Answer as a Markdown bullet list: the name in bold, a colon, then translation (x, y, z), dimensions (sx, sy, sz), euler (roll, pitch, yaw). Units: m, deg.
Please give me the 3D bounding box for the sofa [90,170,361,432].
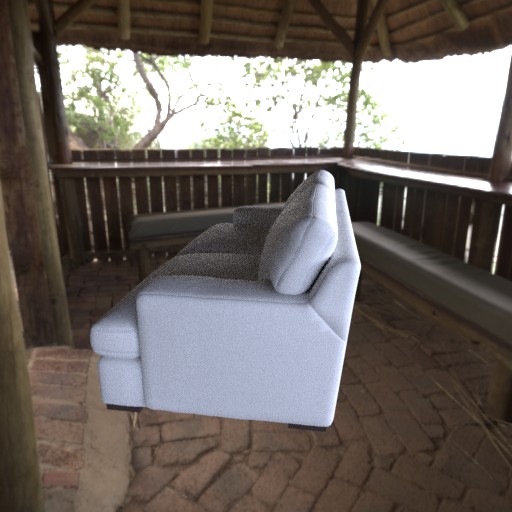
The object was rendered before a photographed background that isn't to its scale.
- **sofa**: translation (0.000, 0.000, 2.830), dimensions (1.143, 0.940, 2.261), euler (3, 16, 9)
